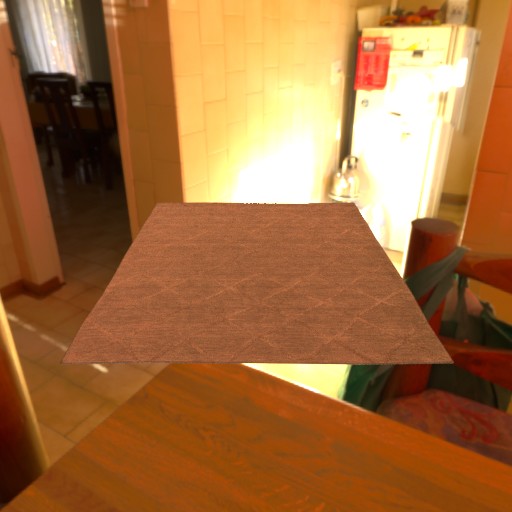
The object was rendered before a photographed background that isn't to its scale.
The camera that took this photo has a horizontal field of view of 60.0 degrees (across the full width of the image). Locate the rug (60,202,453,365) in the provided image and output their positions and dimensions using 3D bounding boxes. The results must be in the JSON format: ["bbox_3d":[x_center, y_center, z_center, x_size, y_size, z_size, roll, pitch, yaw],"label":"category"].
[{"bbox_3d":[0.000,0.000,4.079,2.438,0.013,3.048,0,26,0],"label":"rug"}]
